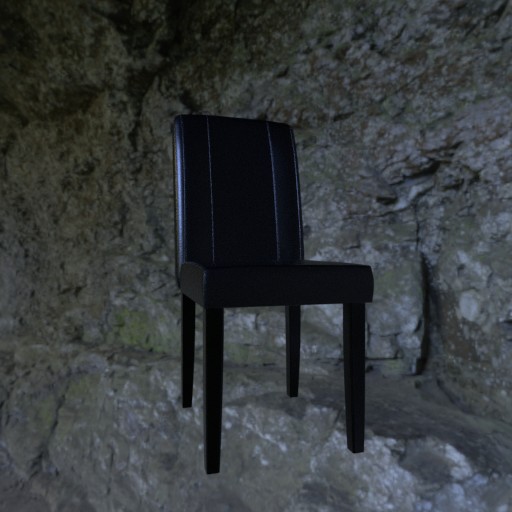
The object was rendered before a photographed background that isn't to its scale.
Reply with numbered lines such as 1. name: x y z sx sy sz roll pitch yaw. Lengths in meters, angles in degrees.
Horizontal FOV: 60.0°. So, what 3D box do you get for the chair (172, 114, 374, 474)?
1. chair: 0.000 0.000 1.206 0.399 0.897 0.556 0 1 -16
